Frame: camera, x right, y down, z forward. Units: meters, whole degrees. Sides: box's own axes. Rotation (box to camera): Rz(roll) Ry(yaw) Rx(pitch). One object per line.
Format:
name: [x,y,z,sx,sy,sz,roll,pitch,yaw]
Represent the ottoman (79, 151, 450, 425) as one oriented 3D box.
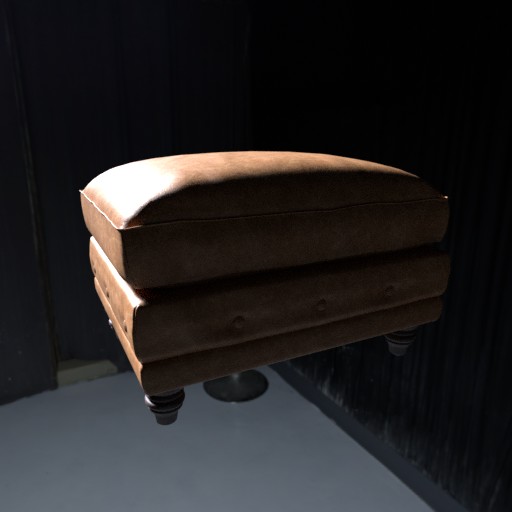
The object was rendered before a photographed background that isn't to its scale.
ottoman: [0.000,0.000,1.055,0.710,0.480,0.533,-8,18,-26]
